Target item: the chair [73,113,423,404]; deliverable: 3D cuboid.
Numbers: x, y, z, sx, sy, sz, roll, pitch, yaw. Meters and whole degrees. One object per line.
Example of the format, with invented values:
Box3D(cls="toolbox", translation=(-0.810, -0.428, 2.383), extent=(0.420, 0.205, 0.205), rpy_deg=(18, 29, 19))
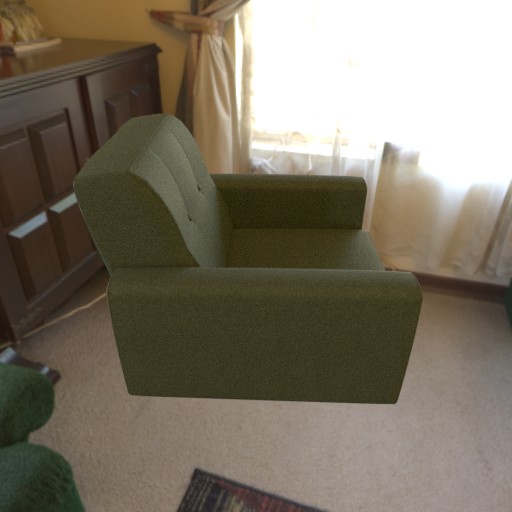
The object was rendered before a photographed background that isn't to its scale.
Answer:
Box3D(cls="chair", translation=(0.000, 0.000, 1.533), extent=(0.909, 0.841, 0.831), rpy_deg=(0, 32, 0))
